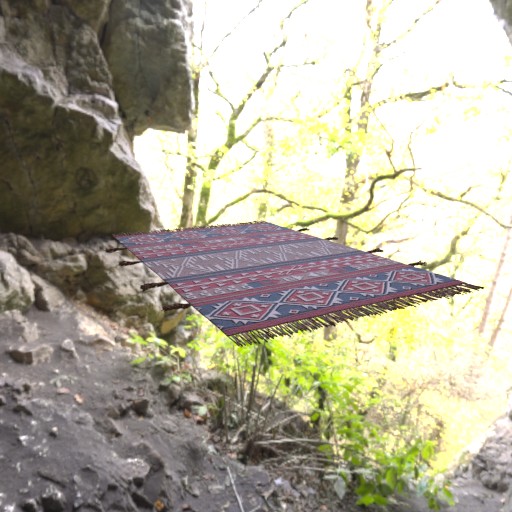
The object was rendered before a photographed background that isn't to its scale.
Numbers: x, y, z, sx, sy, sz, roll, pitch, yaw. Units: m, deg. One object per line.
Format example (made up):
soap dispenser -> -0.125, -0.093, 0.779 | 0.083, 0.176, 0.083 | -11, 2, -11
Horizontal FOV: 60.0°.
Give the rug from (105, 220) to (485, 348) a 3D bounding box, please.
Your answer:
rug -> 0.000, 0.000, 2.540 | 1.469, 0.040, 2.025 | -8, 16, -28
